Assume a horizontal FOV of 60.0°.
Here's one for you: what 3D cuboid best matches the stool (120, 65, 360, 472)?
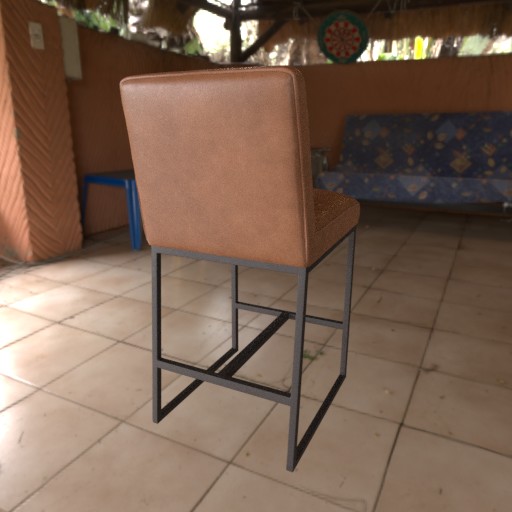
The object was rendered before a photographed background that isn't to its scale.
[{"bbox_3d":[0.000,0.000,1.261,0.458,0.940,0.556,8,18,25],"label":"stool"}]
